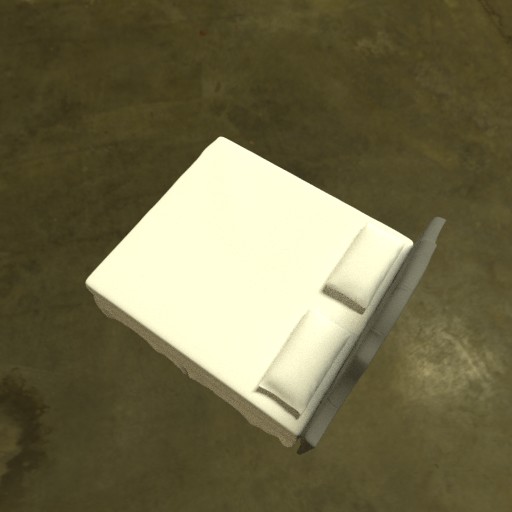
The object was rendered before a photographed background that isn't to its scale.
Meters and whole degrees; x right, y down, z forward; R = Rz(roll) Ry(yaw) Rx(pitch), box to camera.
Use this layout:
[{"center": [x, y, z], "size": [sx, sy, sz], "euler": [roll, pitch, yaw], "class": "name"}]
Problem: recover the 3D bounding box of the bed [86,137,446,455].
[{"center": [0.000, 0.000, 3.557], "size": [2.214, 1.615, 2.008], "euler": [32, 68, 14], "class": "bed"}]
